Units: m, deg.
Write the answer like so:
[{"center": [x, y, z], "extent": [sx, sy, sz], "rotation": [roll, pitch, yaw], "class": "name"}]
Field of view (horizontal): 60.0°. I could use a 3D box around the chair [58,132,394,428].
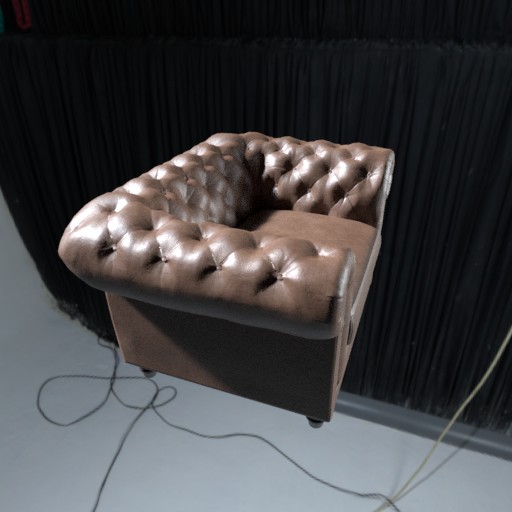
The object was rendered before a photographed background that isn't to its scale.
[{"center": [0.000, 0.000, 1.874], "extent": [0.954, 0.784, 1.298], "rotation": [11, 31, 18], "class": "chair"}]
